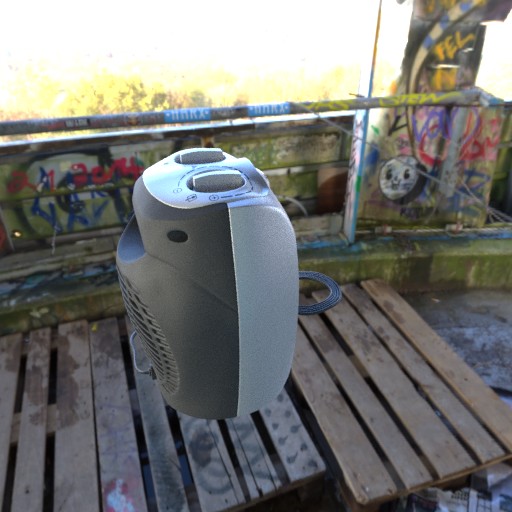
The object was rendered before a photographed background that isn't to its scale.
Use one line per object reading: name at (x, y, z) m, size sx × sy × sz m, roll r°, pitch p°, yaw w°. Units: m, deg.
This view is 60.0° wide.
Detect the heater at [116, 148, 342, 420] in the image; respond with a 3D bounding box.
heater at (0.000, 0.000, 0.477) m, size 0.291 × 0.240 × 0.239 m, roll -10°, pitch 33°, yaw -15°
